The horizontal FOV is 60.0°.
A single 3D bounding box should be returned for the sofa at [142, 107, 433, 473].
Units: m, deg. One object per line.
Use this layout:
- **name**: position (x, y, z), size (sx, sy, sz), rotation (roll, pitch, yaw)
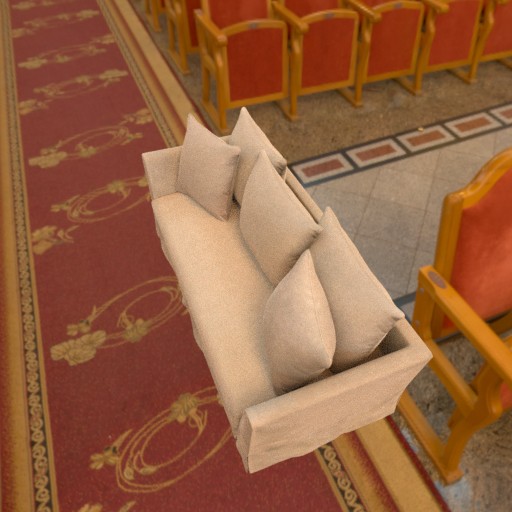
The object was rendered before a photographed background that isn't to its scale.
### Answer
- **sofa**: position (0.000, 0.000, 2.931), size (1.031, 1.034, 2.290), rotation (-16, 48, -15)
